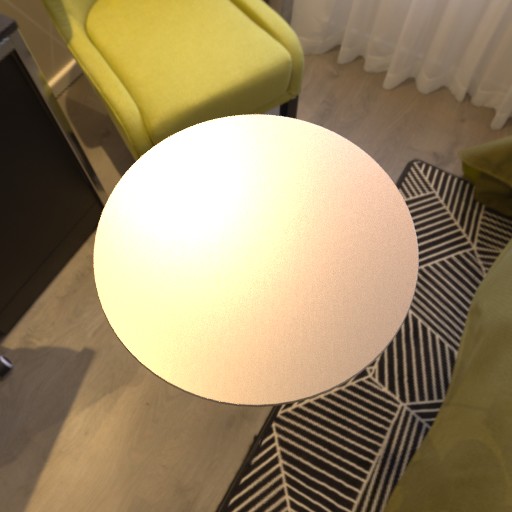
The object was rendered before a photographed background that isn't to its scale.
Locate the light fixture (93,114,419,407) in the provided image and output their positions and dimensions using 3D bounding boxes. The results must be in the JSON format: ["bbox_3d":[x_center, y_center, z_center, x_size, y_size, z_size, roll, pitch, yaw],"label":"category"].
[{"bbox_3d":[0.000,0.000,0.549,0.368,0.100,0.368,0,64,0],"label":"light fixture"}]
